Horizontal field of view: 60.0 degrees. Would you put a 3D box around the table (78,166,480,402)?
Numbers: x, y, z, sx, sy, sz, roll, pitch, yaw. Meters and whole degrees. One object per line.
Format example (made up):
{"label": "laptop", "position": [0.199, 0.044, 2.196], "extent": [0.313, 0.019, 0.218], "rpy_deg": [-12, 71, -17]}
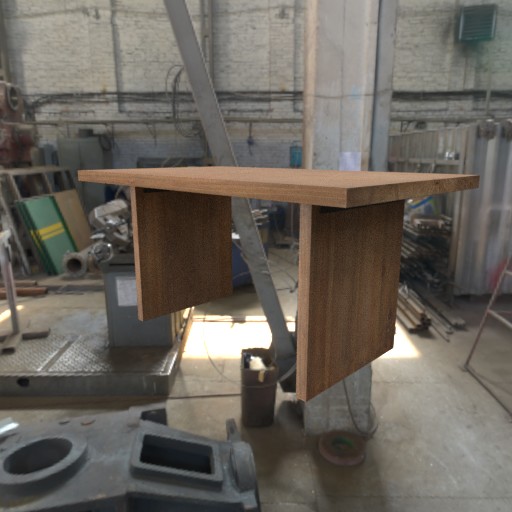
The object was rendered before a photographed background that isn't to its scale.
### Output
{"label": "table", "position": [0.000, 0.000, 2.104], "extent": [0.946, 0.780, 1.609], "rpy_deg": [-13, 18, -43]}
